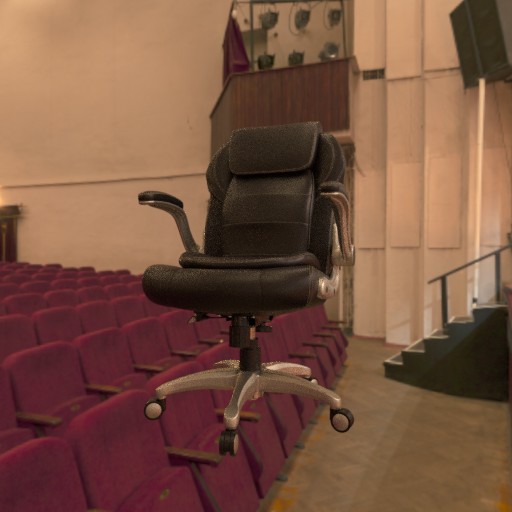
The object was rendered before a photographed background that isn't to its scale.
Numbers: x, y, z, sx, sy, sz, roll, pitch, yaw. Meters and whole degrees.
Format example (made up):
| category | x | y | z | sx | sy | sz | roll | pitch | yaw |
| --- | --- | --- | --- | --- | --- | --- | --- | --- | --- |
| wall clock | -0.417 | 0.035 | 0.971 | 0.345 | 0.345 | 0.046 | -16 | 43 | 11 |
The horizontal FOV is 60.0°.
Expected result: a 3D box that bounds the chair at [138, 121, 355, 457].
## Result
| category | x | y | z | sx | sy | sz | roll | pitch | yaw |
| --- | --- | --- | --- | --- | --- | --- | --- | --- | --- |
| chair | 0.000 | 0.000 | 1.629 | 0.724 | 1.141 | 0.801 | 0 | 0 | 19 |
